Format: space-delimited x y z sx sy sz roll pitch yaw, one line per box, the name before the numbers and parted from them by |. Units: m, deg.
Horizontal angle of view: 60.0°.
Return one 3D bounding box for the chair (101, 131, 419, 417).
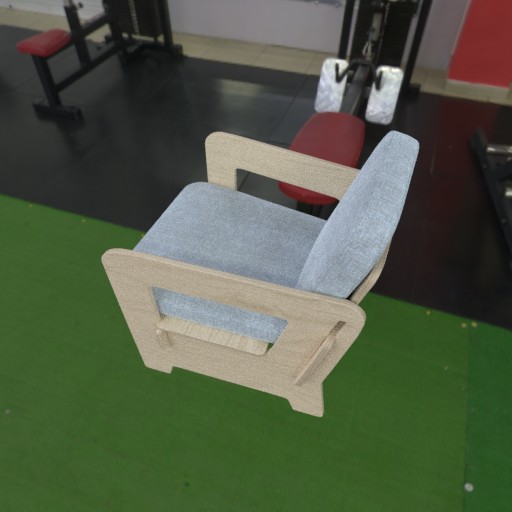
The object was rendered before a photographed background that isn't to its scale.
chair | 0.000 0.000 1.309 0.710 0.800 0.590 17 49 15
